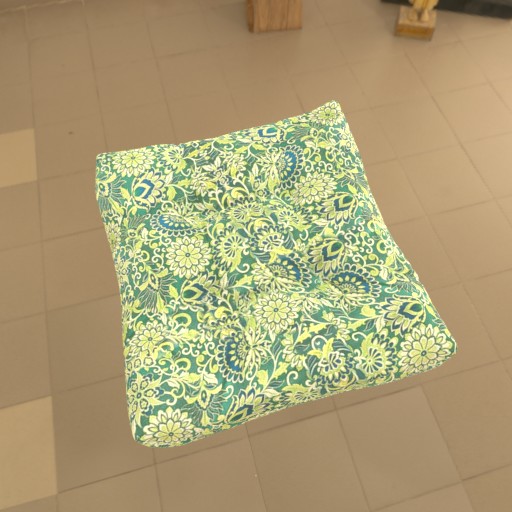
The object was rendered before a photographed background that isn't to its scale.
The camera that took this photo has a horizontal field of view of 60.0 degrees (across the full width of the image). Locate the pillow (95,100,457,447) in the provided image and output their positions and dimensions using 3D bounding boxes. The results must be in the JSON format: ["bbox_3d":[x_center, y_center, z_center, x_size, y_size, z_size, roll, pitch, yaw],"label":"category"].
[{"bbox_3d":[0.000,0.000,0.720,0.468,0.128,0.490,-14,65,-7],"label":"pillow"}]
